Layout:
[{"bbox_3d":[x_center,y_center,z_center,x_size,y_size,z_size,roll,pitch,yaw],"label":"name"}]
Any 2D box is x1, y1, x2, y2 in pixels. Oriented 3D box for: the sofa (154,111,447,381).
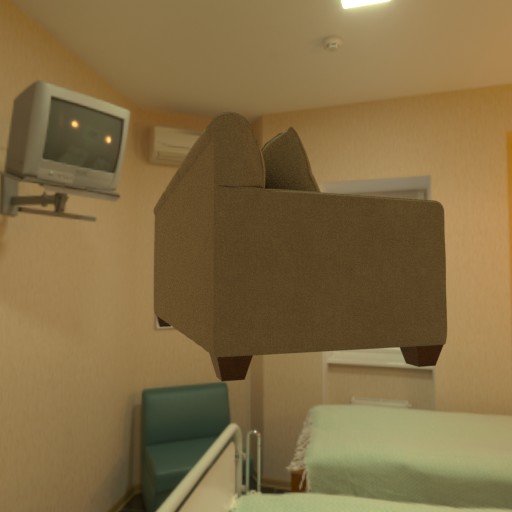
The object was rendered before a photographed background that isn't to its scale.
[{"bbox_3d":[0.000,0.000,2.565,0.997,0.958,2.024,1,-3,-18],"label":"sofa"}]
